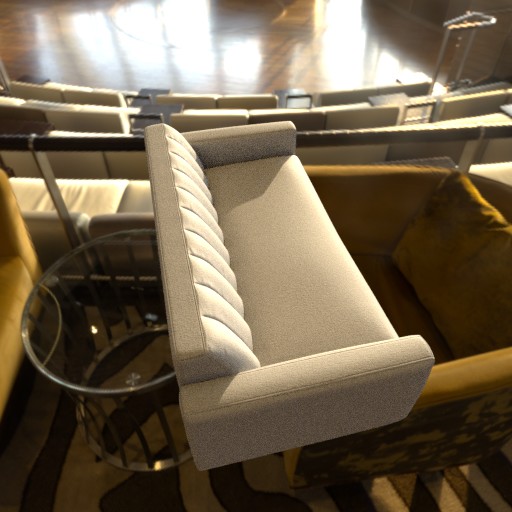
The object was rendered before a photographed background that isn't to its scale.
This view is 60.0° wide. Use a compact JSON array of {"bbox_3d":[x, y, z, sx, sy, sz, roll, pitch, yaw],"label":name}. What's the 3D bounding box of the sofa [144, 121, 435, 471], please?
[{"bbox_3d":[0.000,0.000,2.369,0.969,0.814,1.895,-10,46,-10],"label":"sofa"}]
